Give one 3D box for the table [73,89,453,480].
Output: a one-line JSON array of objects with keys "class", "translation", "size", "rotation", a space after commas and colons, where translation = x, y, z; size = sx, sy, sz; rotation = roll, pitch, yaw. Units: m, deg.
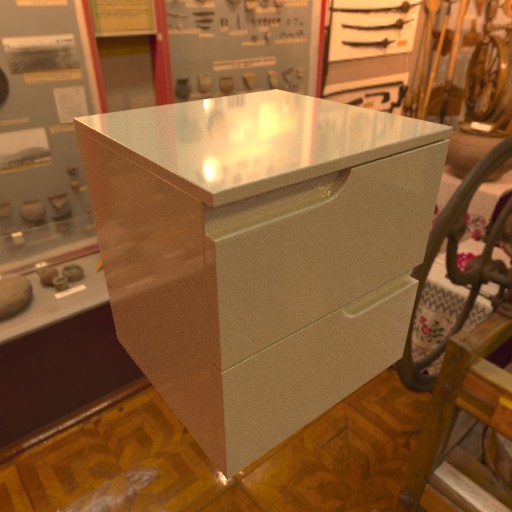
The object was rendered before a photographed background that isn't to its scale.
[{"class": "table", "translation": [0.000, 0.000, 0.791], "size": [0.420, 0.470, 0.400], "rotation": [-21, 36, -32]}]
